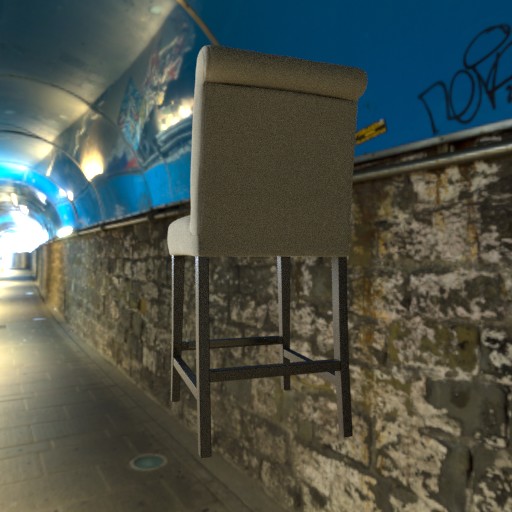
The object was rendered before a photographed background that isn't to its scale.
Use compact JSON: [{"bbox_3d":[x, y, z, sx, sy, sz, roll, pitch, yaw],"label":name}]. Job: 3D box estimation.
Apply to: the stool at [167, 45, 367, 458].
[{"bbox_3d":[0.000,0.000,1.400,0.493,1.040,0.601,0,0,-19],"label":"stool"}]
